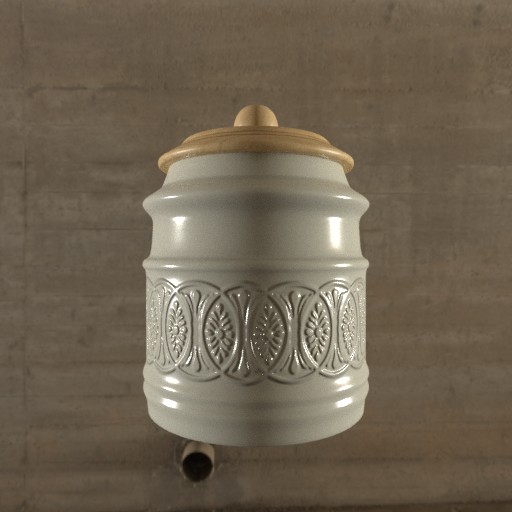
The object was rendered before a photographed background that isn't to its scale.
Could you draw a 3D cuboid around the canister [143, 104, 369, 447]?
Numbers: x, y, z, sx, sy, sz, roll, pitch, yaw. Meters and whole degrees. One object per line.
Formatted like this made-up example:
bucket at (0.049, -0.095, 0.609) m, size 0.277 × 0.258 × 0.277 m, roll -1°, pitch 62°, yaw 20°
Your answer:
canister at (0.000, 0.000, 0.262) m, size 0.130 × 0.176 × 0.130 m, roll 0°, pitch 0°, yaw 0°
